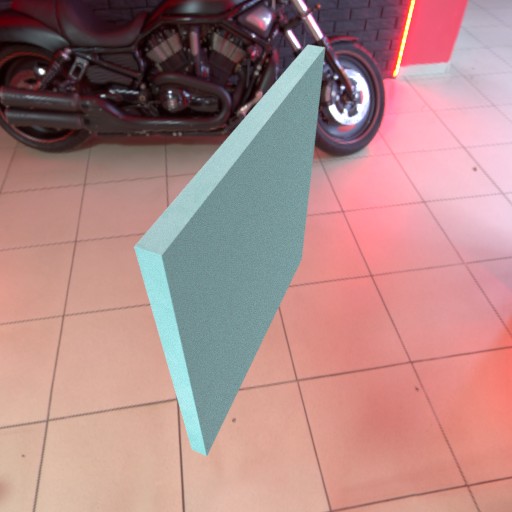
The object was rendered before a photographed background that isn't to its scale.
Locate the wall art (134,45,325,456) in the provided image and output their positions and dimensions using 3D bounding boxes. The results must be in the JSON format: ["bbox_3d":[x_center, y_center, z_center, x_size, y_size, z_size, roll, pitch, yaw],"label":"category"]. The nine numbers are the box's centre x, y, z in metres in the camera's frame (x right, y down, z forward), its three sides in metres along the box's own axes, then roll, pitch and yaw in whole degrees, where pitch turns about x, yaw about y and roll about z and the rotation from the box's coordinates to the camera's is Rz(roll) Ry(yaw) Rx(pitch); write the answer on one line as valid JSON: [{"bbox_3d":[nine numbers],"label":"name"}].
[{"bbox_3d":[0.000,0.000,0.891,0.036,0.603,0.603,17,49,16],"label":"wall art"}]
